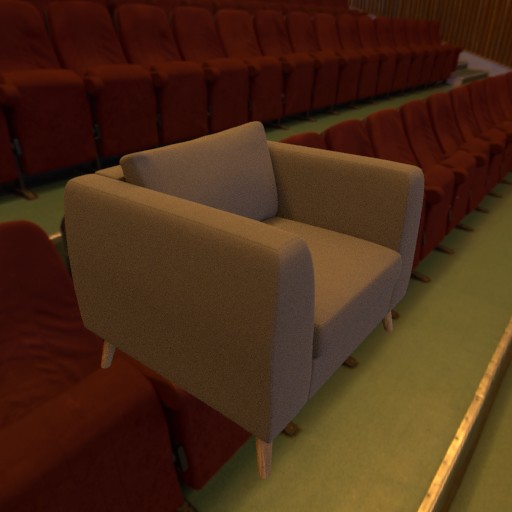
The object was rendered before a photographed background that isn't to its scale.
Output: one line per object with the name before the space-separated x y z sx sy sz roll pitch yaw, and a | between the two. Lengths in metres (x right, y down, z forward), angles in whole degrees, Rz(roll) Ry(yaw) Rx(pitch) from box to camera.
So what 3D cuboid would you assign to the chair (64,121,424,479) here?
chair | 0.000 0.000 1.686 0.930 0.860 1.000 19 32 33
